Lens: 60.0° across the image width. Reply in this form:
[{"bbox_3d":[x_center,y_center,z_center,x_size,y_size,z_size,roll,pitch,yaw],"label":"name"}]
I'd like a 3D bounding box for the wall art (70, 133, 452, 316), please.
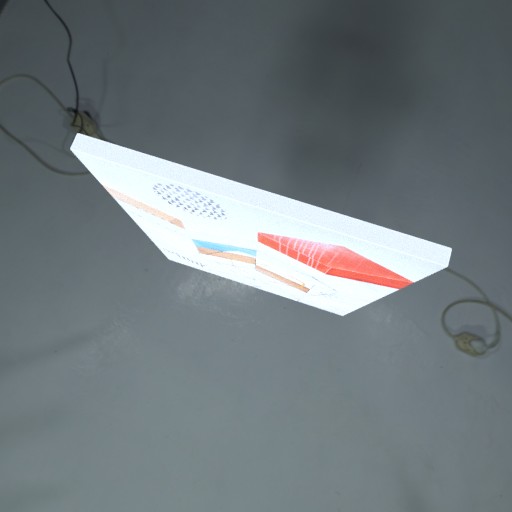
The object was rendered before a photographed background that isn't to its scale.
[{"bbox_3d":[0.000,0.000,1.618,0.914,1.221,0.046,18,78,4],"label":"wall art"}]
